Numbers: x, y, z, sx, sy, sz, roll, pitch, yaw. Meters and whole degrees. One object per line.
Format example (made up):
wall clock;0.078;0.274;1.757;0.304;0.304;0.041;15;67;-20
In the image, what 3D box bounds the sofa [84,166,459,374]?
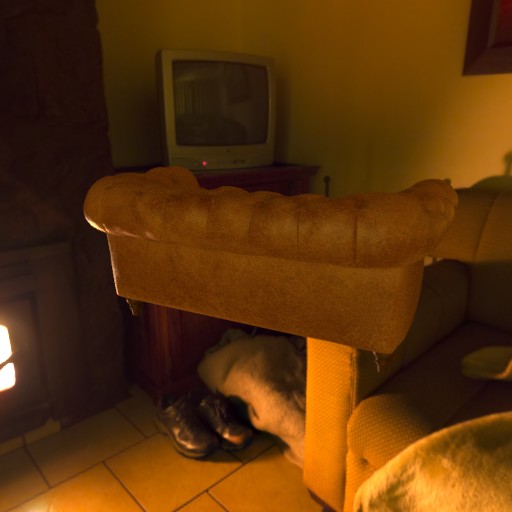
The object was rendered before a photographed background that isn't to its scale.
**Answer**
sofa;0.000;0.000;2.499;1.979;0.877;1.042;8;18;25
